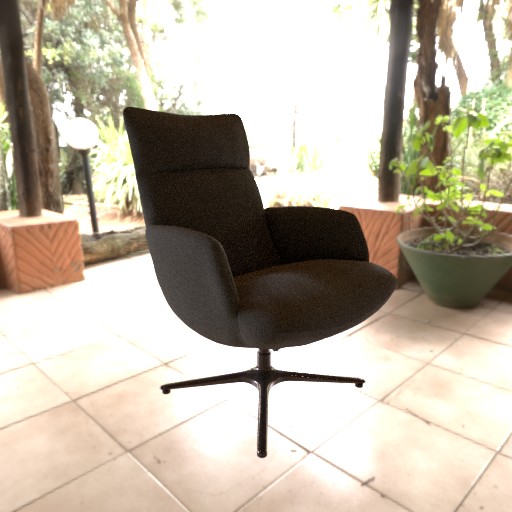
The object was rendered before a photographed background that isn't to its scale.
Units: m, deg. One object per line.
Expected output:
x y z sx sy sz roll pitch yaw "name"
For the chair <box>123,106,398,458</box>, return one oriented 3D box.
0.000 0.000 1.519 0.831 0.984 0.702 14 20 43 "chair"
